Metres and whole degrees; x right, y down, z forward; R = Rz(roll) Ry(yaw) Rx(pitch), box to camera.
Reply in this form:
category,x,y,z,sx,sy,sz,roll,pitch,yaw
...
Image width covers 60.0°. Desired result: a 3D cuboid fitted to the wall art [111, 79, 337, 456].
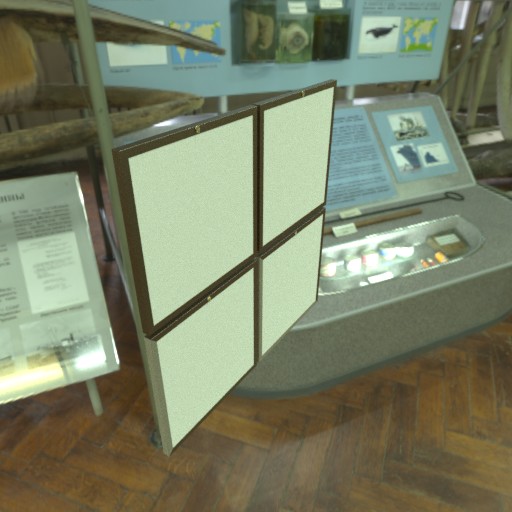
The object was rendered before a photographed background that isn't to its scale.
category,x,y,z,sx,sy,sz,roll,pitch,yaw
wall art,0.000,0.000,1.563,0.030,1.032,1.032,20,36,29
